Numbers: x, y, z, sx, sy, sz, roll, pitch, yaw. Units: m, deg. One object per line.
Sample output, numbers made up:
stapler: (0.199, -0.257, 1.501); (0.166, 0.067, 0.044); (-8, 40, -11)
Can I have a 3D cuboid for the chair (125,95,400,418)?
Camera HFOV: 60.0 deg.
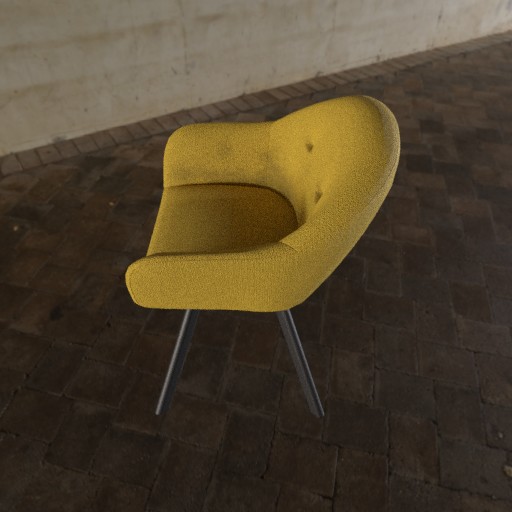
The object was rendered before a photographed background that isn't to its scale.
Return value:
chair: (0.000, 0.000, 1.140); (0.565, 0.775, 0.545); (0, 42, 0)
